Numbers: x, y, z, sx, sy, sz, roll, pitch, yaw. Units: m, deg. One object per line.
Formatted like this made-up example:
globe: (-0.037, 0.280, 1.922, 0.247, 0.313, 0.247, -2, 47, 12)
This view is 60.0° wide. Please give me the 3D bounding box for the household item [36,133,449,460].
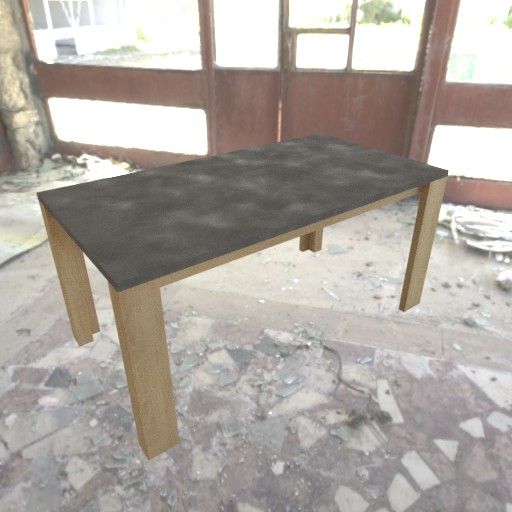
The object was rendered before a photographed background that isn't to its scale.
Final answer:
household item: (0.000, 0.000, 2.114, 1.600, 0.755, 0.850, -20, 35, -32)
